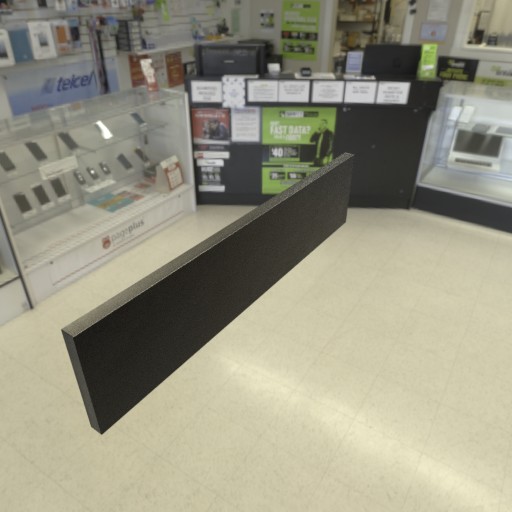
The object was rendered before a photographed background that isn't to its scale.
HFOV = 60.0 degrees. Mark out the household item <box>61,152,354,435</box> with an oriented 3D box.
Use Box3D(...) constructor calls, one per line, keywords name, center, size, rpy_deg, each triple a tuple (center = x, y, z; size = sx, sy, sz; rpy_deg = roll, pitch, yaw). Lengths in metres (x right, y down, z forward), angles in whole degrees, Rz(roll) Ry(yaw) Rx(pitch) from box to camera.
Box3D(name="household item", center=(0.000, 0.000, 1.086), size=(0.030, 0.236, 1.001), rpy_deg=(21, 38, 29))
